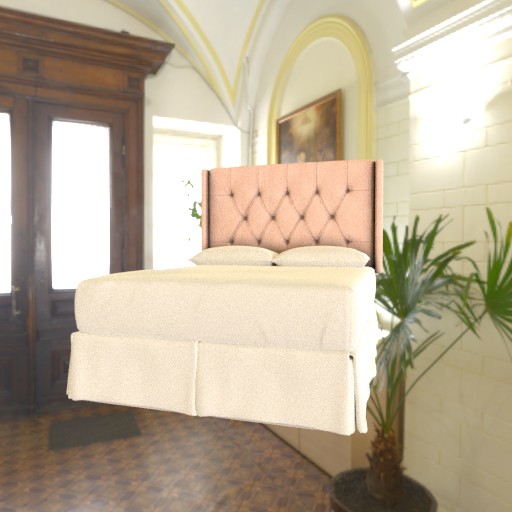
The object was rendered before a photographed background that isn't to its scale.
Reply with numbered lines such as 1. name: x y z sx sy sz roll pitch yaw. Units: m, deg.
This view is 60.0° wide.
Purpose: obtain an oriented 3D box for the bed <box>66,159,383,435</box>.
1. bed: 0.000 0.000 3.237 1.719 1.665 2.066 0 2 18
